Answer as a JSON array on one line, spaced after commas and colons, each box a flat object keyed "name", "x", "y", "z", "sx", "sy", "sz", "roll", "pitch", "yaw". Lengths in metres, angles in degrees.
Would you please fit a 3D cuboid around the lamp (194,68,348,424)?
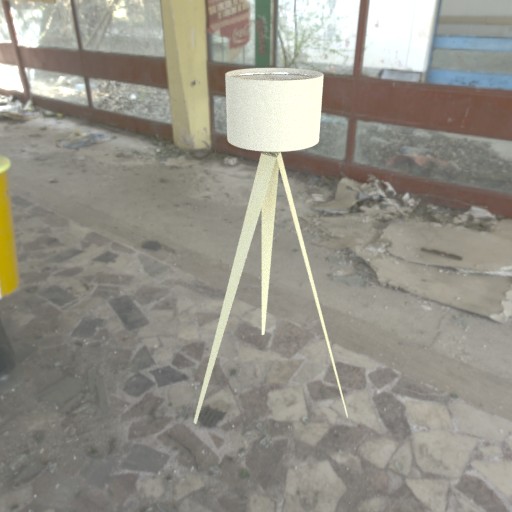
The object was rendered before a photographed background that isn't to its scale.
[{"name": "lamp", "x": 0.000, "y": 0.000, "z": 1.976, "sx": 0.724, "sy": 1.524, "sz": 0.716, "roll": -8, "pitch": 30, "yaw": -15}]
